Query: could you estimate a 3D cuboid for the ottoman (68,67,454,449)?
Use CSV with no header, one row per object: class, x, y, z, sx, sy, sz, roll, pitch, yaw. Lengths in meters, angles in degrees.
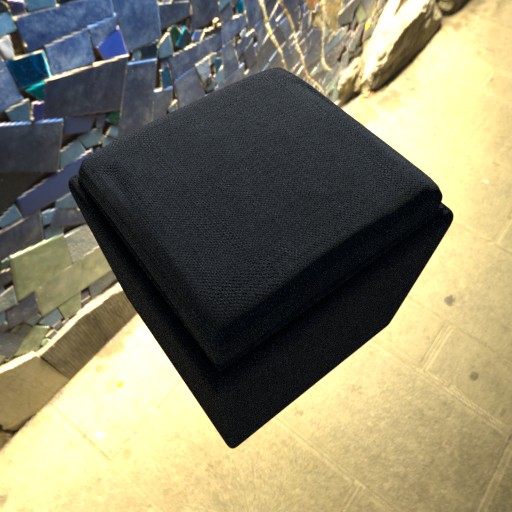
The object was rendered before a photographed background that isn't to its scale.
ottoman,0.000,0.000,0.843,0.454,0.493,0.436,-33,63,-19
